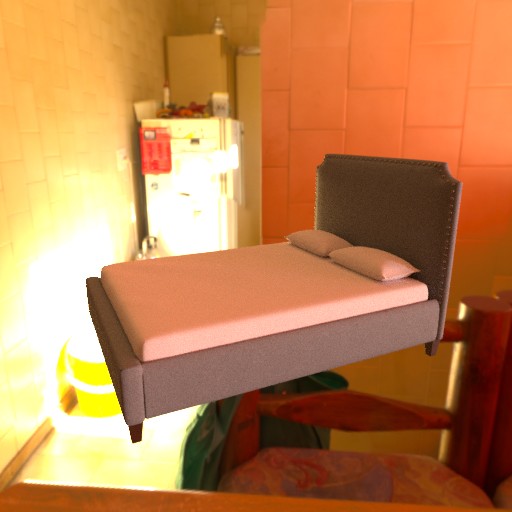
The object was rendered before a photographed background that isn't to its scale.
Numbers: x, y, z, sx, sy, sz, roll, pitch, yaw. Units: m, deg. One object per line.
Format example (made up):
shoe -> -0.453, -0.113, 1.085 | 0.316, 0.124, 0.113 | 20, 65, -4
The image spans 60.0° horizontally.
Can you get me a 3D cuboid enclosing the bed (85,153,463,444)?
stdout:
bed -> 0.000, 0.000, 3.411 | 2.372, 1.443, 1.712 | -8, 17, -25
